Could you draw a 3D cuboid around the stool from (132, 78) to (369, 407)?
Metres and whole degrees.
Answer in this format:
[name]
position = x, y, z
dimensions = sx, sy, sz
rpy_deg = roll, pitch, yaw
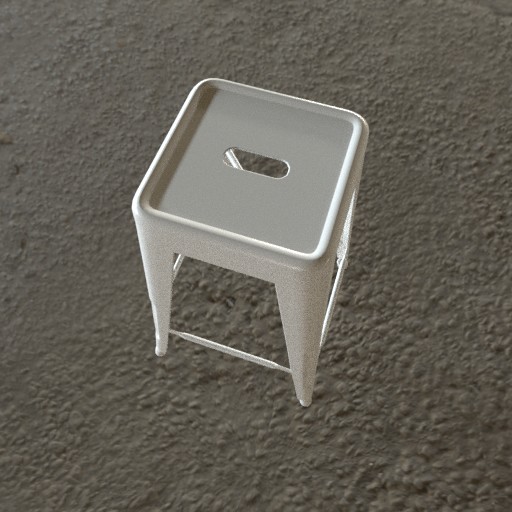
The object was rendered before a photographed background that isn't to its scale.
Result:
[stool]
position = 0.000, 0.000, 0.895
dimensions = 0.406, 0.610, 0.406
rpy_deg = 17, 65, 8
